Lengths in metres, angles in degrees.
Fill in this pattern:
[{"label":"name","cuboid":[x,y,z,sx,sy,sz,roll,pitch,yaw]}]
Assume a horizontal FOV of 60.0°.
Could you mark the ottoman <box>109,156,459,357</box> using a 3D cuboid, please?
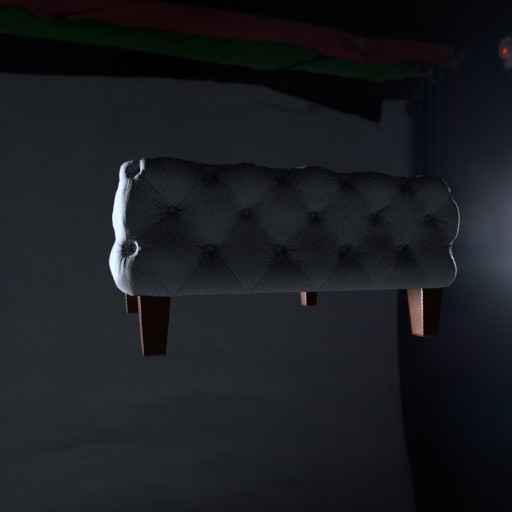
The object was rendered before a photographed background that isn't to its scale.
[{"label":"ottoman","cuboid":[0.000,0.000,1.216,0.758,0.365,0.764,0,0,-19]}]
